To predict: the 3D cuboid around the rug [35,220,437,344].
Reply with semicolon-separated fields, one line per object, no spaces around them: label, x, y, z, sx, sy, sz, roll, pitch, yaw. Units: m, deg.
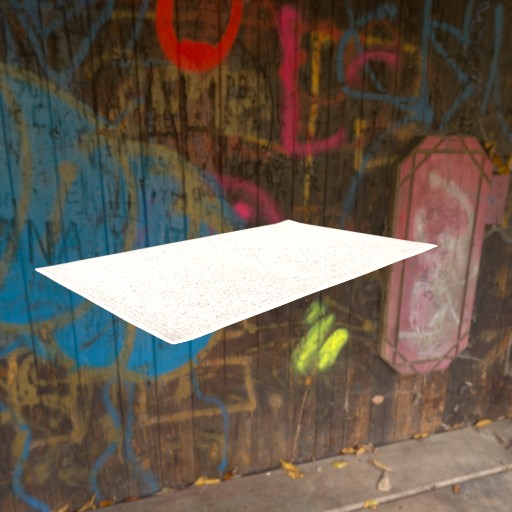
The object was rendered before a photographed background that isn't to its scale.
rug;0.000;0.000;2.476;1.947;0.023;1.214;-14;20;-43
